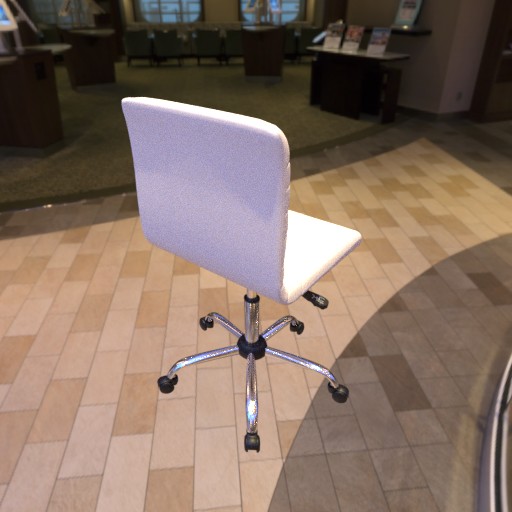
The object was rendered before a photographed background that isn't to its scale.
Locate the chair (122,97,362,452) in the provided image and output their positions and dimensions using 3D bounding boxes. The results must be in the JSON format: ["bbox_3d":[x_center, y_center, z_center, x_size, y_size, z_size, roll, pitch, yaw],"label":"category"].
[{"bbox_3d":[0.000,0.000,1.059,0.520,0.750,0.455,22,37,32],"label":"chair"}]
